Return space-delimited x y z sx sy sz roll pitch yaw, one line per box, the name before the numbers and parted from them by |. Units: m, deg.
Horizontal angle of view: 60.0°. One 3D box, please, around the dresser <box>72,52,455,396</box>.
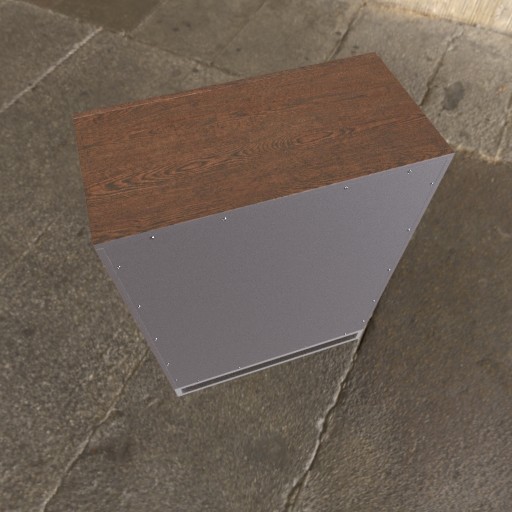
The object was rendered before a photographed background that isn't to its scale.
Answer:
dresser | 0.000 0.000 1.798 0.965 1.321 0.508 -15 59 -10
